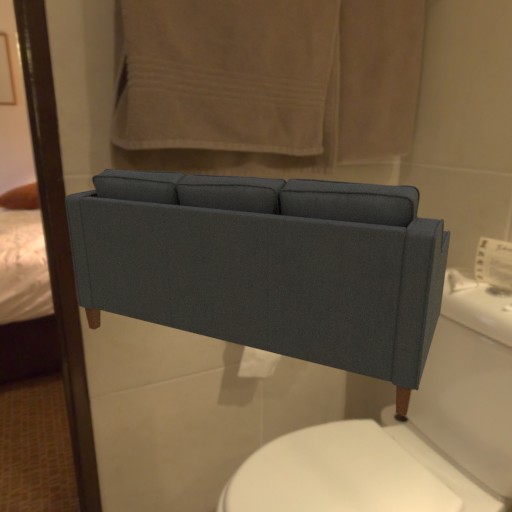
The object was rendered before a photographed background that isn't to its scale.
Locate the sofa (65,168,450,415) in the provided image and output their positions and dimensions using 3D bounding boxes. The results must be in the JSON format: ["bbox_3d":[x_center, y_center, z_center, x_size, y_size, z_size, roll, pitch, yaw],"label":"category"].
[{"bbox_3d":[0.000,0.000,2.565,1.986,0.974,0.911,8,18,26],"label":"sofa"}]
